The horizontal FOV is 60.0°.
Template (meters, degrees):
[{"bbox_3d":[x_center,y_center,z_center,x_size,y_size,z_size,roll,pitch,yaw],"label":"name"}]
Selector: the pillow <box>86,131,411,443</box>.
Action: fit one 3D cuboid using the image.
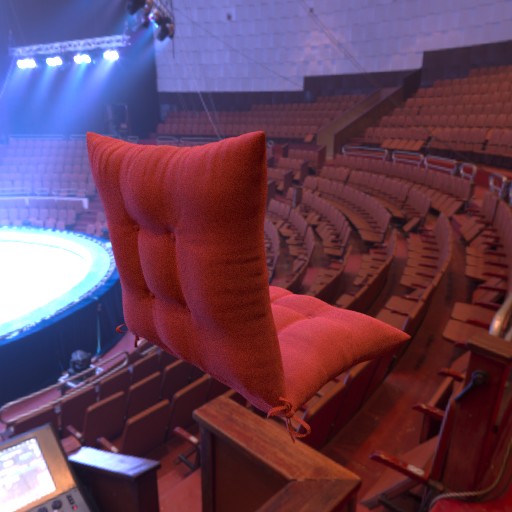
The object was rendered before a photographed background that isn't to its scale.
[{"bbox_3d":[0.000,0.000,0.995,0.541,0.536,0.585,14,20,42],"label":"pillow"}]
